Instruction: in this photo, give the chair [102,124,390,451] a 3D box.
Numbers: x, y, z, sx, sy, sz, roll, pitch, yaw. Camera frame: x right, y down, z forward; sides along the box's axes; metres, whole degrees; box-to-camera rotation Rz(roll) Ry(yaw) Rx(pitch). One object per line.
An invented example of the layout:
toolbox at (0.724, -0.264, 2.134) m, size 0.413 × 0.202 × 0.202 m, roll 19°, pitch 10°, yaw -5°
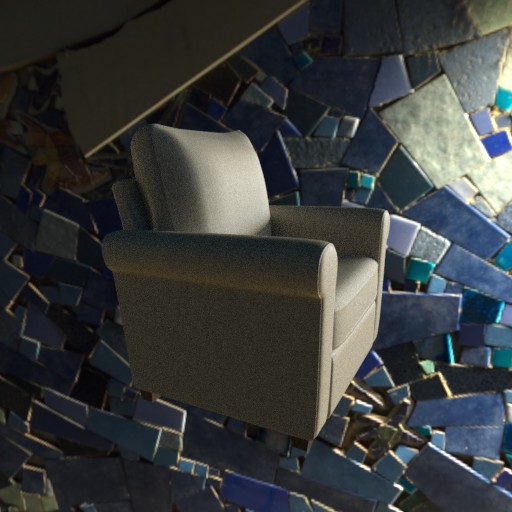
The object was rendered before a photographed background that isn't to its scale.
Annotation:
chair at (0.000, 0.000, 2.387) m, size 1.180 × 1.349 × 1.275 m, roll 7°, pitch 15°, yaw 26°
